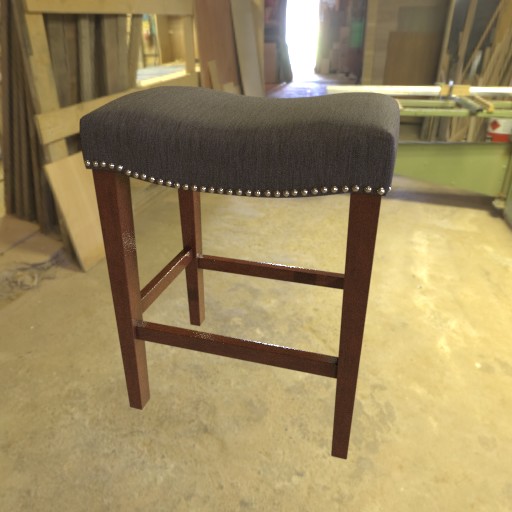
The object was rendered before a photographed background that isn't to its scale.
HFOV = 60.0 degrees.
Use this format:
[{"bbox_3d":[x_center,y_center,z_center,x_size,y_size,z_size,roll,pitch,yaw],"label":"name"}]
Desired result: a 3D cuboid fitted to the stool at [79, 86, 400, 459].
[{"bbox_3d":[0.000,0.000,0.937,0.504,0.654,0.372,8,28,15],"label":"stool"}]
